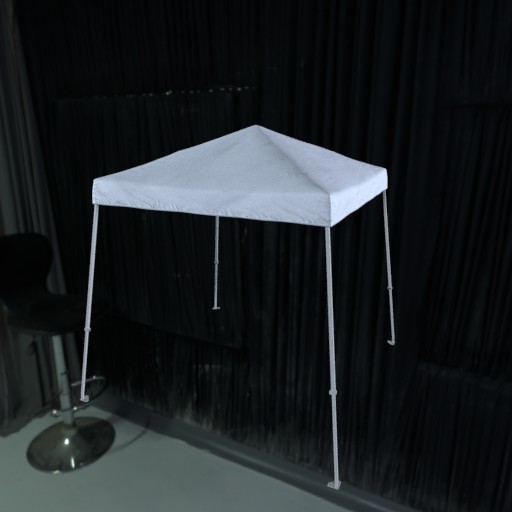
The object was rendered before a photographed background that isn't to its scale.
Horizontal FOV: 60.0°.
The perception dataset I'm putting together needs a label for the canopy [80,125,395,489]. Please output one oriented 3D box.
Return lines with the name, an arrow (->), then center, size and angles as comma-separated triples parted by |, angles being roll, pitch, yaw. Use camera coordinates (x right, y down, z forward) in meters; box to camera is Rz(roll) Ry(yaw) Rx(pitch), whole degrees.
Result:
canopy -> 0.000, 0.000, 6.353 | 3.599, 3.600, 3.600 | 8, 18, 25
